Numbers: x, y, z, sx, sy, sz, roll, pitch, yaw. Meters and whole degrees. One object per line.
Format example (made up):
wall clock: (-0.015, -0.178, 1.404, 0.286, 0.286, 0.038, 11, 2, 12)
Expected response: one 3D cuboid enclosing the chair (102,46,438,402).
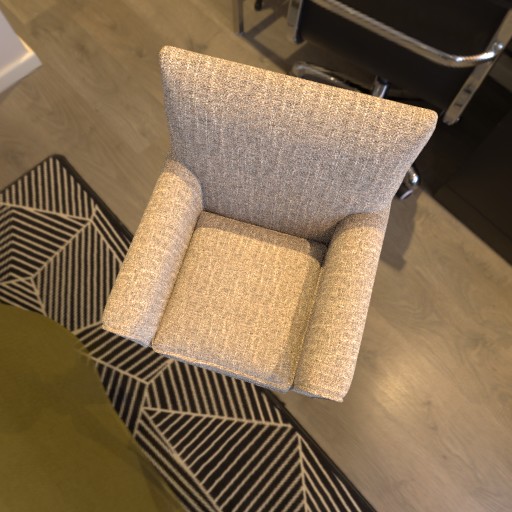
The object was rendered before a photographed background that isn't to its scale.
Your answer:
chair: (0.000, 0.000, 1.635, 0.864, 0.928, 0.873, 16, 73, 5)
